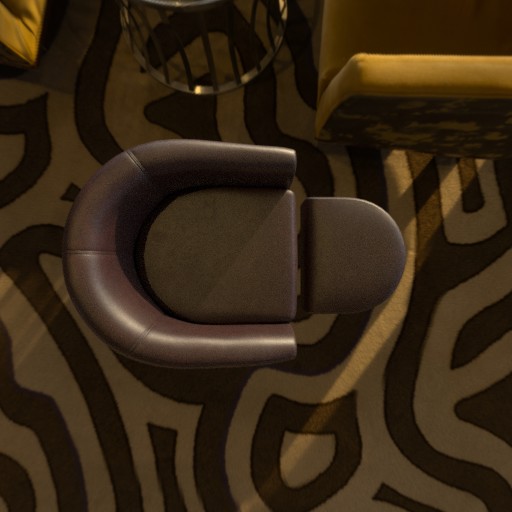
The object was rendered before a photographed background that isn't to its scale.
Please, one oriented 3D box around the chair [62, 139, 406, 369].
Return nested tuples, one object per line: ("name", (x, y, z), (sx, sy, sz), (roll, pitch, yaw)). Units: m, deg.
("chair", (0.000, 0.000, 1.689), (1.176, 0.755, 0.737), (0, 89, -1))
